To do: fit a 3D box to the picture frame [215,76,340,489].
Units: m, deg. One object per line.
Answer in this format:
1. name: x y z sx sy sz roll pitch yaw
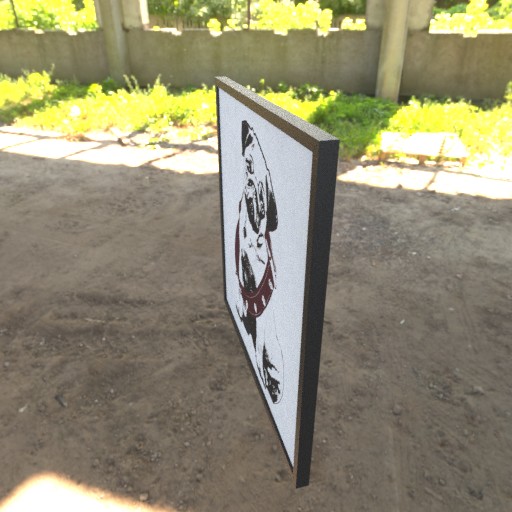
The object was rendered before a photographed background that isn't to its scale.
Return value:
1. picture frame: 0.000 0.000 1.137 0.032 0.775 0.775 -8 29 -14
